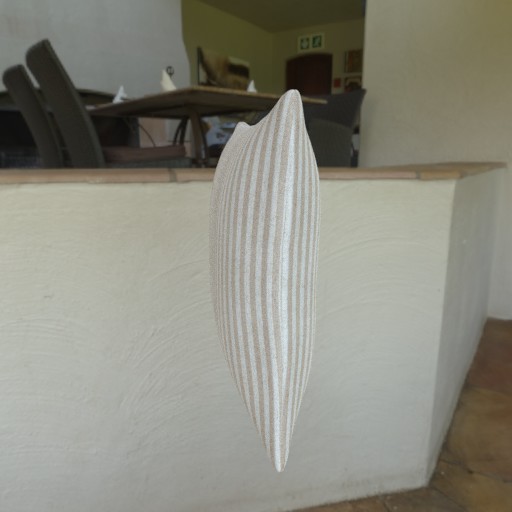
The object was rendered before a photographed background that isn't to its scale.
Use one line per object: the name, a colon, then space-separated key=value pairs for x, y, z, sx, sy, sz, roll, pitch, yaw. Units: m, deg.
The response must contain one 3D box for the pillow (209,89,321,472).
pillow: x=0.000 y=0.000 z=0.816 sx=0.166 sy=0.510 sz=0.523 roll=-2 pitch=13 yaw=-9
